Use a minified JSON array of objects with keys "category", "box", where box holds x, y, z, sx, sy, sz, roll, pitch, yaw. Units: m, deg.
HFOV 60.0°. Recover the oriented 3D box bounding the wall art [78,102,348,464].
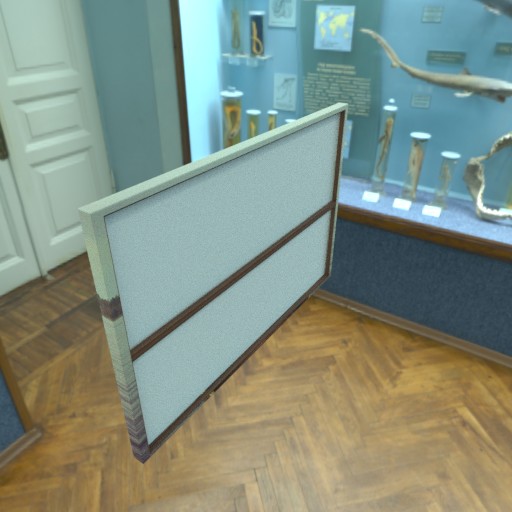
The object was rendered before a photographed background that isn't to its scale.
[{"category":"wall art","box":[0.000,0.000,1.443,0.040,0.765,1.149,20,36,29]}]
